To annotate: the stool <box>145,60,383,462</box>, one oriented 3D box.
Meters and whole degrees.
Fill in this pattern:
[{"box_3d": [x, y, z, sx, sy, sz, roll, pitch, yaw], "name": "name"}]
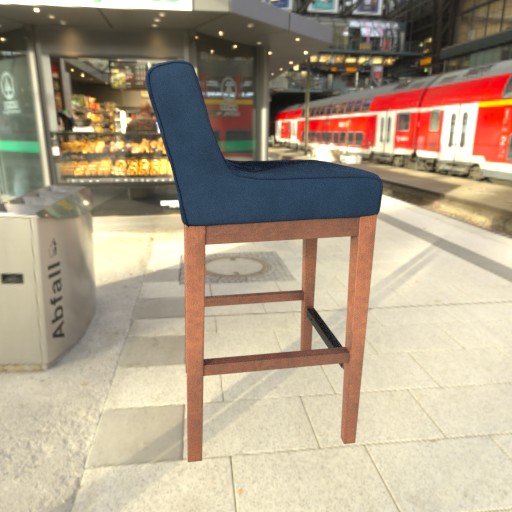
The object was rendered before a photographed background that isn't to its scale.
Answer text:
[{"box_3d": [0.000, 0.000, 1.236, 0.516, 0.945, 0.511, -3, 16, -9], "name": "stool"}]
